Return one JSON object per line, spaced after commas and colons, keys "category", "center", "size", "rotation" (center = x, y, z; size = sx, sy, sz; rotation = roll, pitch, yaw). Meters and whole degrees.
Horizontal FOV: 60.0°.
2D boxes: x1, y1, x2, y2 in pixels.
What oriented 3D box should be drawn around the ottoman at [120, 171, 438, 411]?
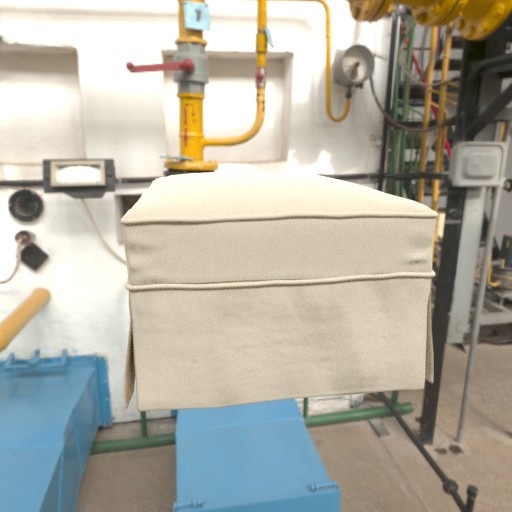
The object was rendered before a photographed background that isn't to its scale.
{"category": "ottoman", "center": [0.000, 0.000, 1.337], "size": [0.703, 0.479, 0.944], "rotation": [-2, 15, -9]}
